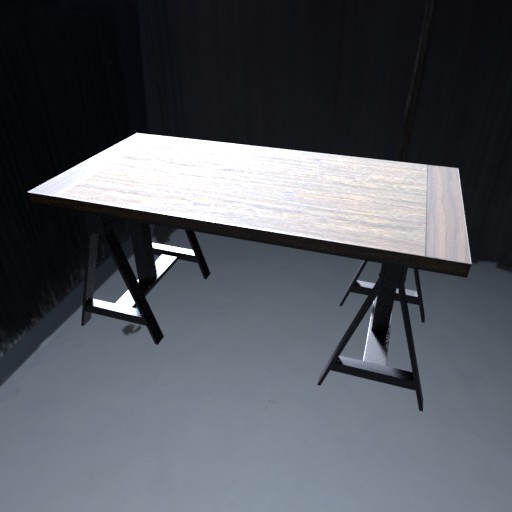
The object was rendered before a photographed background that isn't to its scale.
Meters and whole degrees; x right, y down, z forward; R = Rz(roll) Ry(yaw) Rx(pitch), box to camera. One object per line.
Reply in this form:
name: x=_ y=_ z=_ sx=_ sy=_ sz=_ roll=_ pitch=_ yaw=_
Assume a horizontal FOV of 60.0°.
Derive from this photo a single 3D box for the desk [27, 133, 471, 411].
desk: x=0.000 y=0.000 z=1.943 sx=1.543 sy=0.725 sz=0.784 roll=10 pitch=34 yaw=16
